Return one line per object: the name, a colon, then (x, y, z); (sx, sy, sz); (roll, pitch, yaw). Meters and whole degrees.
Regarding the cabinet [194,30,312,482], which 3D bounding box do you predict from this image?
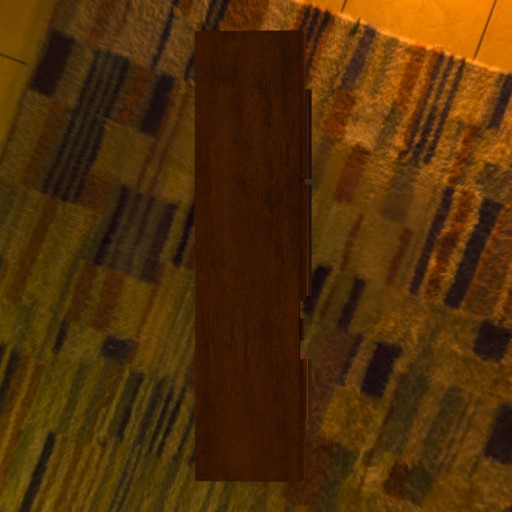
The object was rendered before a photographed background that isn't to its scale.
cabinet: (0.000, 0.000, 2.021); (0.420, 0.900, 1.600); (0, 90, 1)
